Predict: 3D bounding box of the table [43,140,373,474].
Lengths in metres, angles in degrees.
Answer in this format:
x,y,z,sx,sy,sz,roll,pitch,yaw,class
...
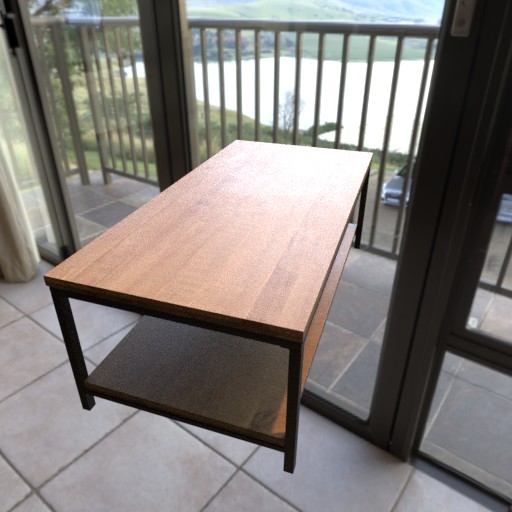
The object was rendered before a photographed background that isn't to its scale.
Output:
x,y,z,sx,sy,sz,roll,pitch,yaw,class
0.000,0.000,1.387,0.551,0.399,1.100,10,31,16,table
